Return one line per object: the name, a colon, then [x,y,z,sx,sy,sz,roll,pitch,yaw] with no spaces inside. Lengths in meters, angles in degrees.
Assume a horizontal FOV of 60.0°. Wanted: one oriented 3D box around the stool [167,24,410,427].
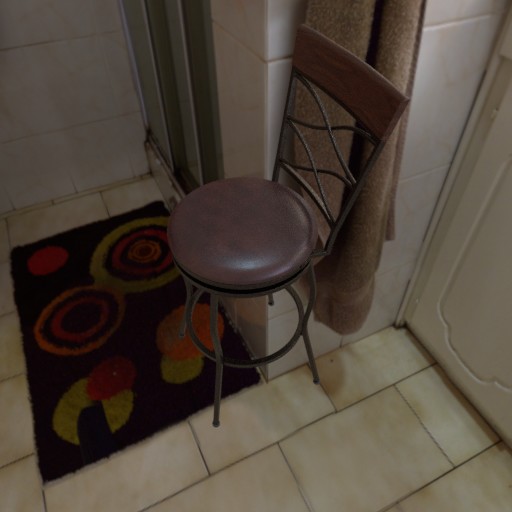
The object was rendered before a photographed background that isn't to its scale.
stool: [0.000,0.000,1.357,0.513,1.130,0.448,-18,49,-16]
